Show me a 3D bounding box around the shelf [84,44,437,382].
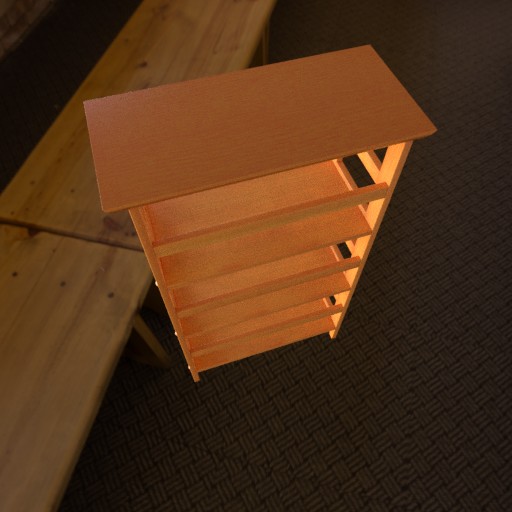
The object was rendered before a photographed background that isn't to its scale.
[{"bbox_3d":[0.000,0.000,1.354,0.660,1.067,0.305,-15,59,-10],"label":"shelf"}]
